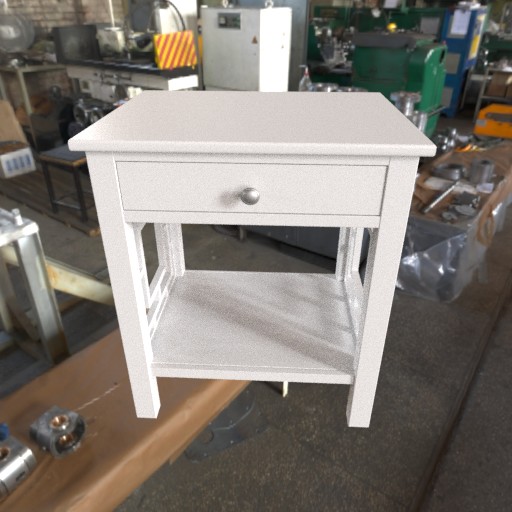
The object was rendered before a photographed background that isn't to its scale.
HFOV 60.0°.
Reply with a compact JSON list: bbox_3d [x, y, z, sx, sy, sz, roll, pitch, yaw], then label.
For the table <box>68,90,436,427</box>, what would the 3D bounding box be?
[{"bbox_3d":[0.000,0.000,1.021,0.564,0.646,0.451,1,30,3],"label":"table"}]
